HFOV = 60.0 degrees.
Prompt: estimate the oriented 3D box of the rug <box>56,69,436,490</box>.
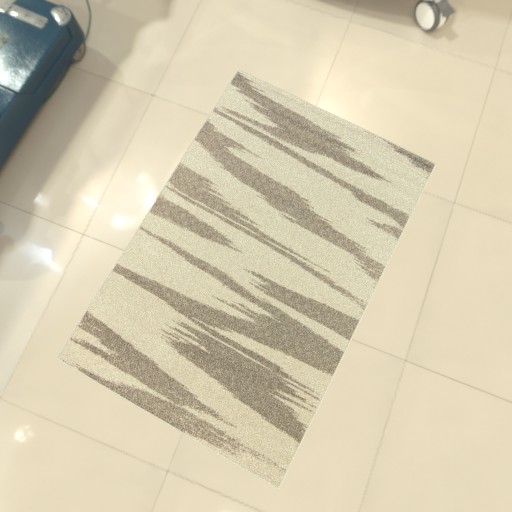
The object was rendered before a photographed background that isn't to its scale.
[{"bbox_3d":[0.000,0.000,2.265,1.225,0.008,1.827,28,78,6],"label":"rug"}]
